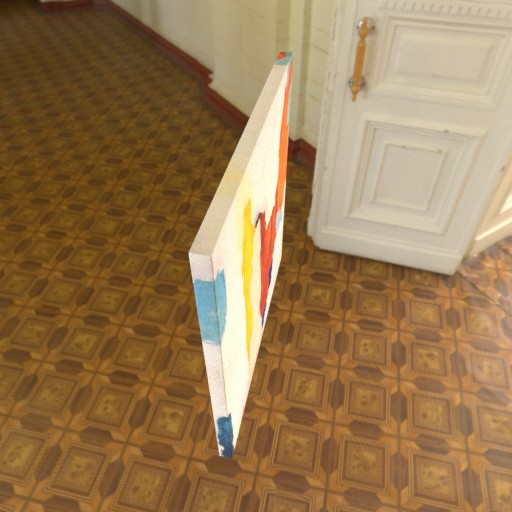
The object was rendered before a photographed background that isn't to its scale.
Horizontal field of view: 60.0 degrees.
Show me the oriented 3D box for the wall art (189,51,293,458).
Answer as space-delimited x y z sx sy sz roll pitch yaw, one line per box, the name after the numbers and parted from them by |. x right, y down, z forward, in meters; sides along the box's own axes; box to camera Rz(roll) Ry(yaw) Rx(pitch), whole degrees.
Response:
0.000 0.000 1.241 0.037 0.814 0.814 9 46 8 | wall art
